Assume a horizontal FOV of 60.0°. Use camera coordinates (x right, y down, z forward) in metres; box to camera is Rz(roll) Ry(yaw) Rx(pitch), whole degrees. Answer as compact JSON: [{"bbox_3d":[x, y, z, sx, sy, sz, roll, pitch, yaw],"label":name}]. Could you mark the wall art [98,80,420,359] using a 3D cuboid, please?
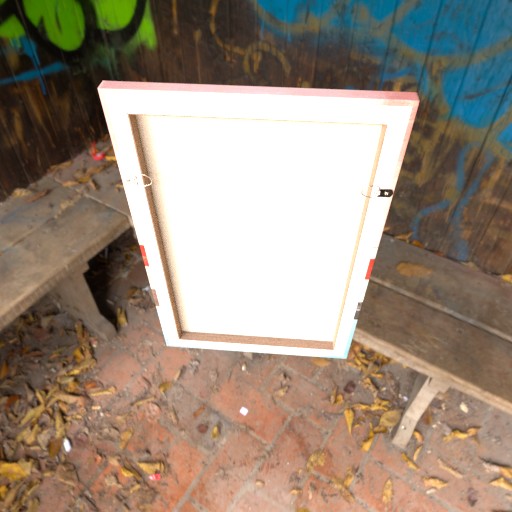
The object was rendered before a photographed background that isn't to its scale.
[{"bbox_3d":[0.000,0.000,1.177,0.610,0.914,0.038,3,46,3],"label":"wall art"}]
